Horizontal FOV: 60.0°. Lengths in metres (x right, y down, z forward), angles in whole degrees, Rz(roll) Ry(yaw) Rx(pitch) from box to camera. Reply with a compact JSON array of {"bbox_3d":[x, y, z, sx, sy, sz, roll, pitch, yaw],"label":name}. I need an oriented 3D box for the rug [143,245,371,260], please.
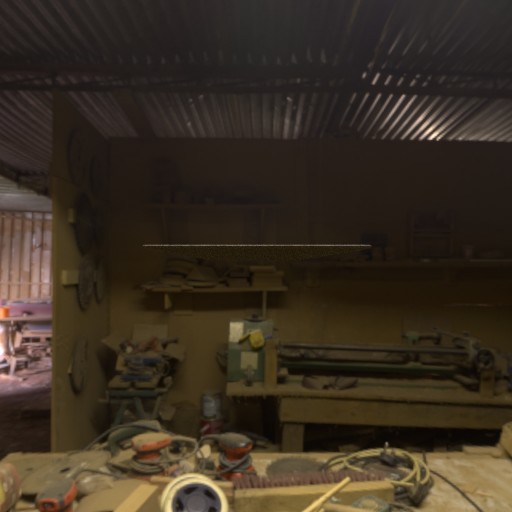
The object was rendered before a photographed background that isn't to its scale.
[{"bbox_3d":[0.000,0.000,2.694,0.769,0.012,2.448,0,-1,0],"label":"rug"}]
